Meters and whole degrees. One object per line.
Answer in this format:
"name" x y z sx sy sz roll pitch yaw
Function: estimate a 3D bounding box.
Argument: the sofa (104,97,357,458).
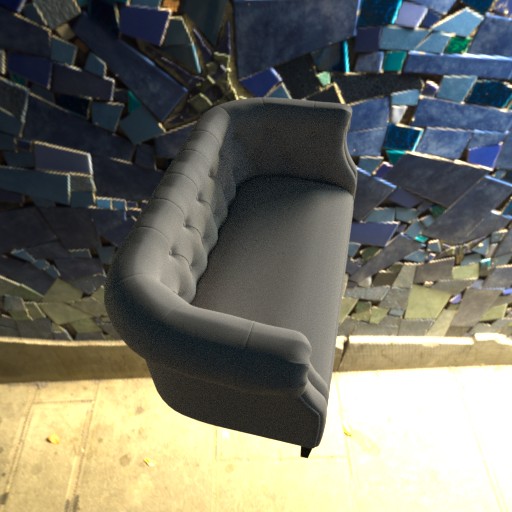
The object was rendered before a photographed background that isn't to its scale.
"sofa" 0.000 0.000 2.033 0.835 0.827 1.558 10 48 9
